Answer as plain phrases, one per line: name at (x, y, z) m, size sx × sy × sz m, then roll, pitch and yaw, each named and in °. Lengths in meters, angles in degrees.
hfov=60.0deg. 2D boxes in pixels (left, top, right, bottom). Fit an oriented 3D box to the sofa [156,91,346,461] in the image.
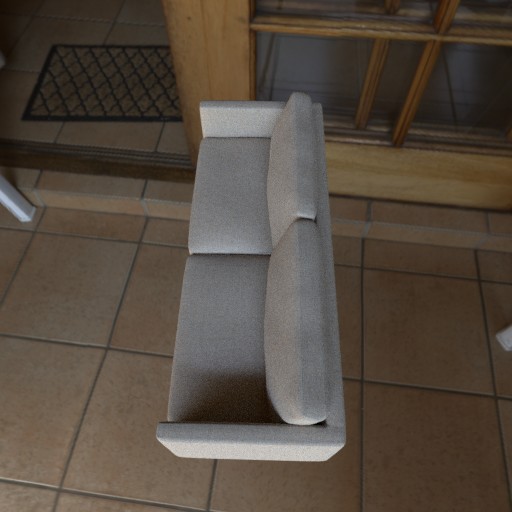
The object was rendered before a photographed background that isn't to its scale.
sofa at (0.000, 0.000, 2.968) m, size 0.951 × 0.965 × 2.434 m, roll 1°, pitch 59°, yaw 1°
